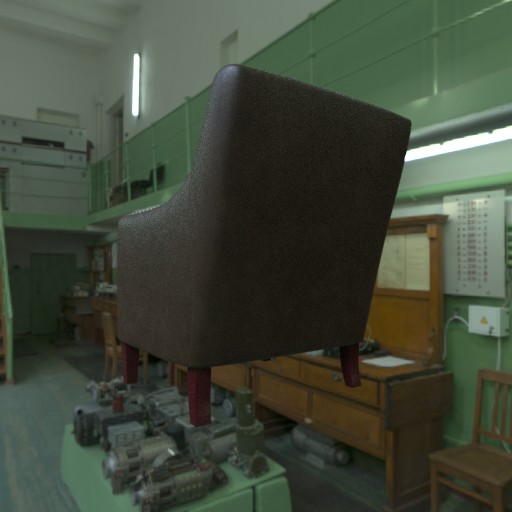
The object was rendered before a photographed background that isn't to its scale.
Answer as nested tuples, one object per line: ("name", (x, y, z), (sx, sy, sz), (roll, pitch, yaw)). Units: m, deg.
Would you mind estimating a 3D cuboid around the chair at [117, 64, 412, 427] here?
("chair", (0.000, 0.000, 1.347), (0.639, 0.813, 0.704), (1, -1, -37))
